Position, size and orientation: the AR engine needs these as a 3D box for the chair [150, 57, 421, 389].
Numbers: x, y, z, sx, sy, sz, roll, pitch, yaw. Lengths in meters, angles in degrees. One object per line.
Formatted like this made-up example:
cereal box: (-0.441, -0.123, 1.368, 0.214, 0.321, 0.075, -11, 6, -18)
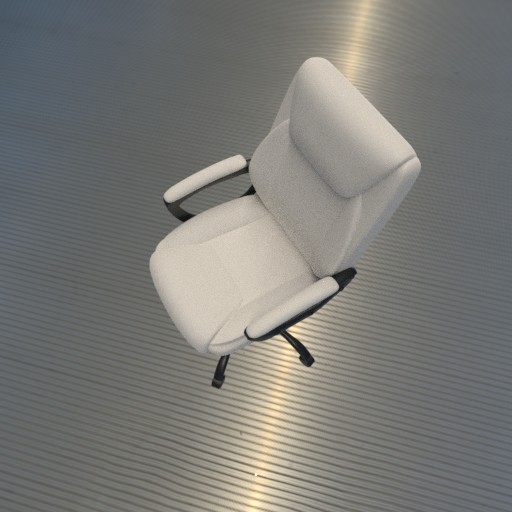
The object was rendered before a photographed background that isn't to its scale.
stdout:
chair: (0.000, 0.000, 1.458, 0.669, 1.065, 0.663, -29, 67, -13)
